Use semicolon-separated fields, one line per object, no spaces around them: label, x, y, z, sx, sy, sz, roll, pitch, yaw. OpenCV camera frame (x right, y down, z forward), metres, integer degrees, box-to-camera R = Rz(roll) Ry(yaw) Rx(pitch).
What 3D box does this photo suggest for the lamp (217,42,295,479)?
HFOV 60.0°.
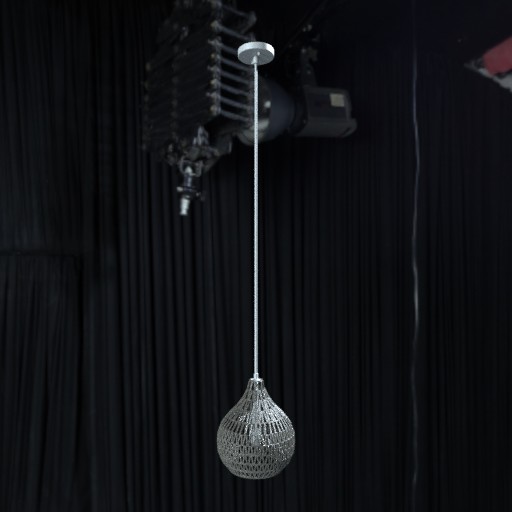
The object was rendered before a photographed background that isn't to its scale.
lamp;0.000;0.000;2.047;0.355;1.919;0.355;1;-2;-19
